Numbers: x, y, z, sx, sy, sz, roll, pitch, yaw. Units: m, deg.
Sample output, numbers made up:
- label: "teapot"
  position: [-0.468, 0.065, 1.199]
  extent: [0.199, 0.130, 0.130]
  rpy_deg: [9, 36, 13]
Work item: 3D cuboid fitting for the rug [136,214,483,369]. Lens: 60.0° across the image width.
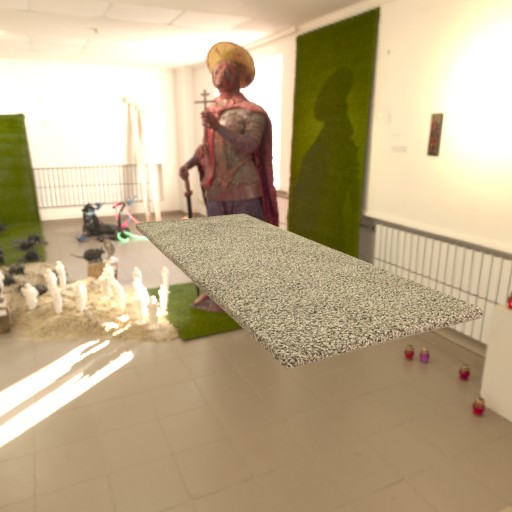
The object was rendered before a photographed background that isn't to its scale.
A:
- label: "rug"
  position: [0.000, 0.000, 1.704]
  extent: [0.609, 0.030, 1.524]
  rpy_deg: [-8, 18, -25]
